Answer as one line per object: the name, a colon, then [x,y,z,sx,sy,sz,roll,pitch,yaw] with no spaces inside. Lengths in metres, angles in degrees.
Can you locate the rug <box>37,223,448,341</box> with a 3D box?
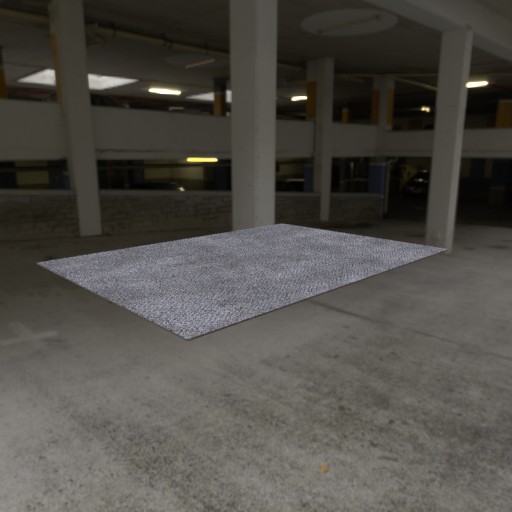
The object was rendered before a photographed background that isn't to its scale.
rug: [0.000,0.000,2.933,2.235,0.008,1.600,-12,18,-43]
